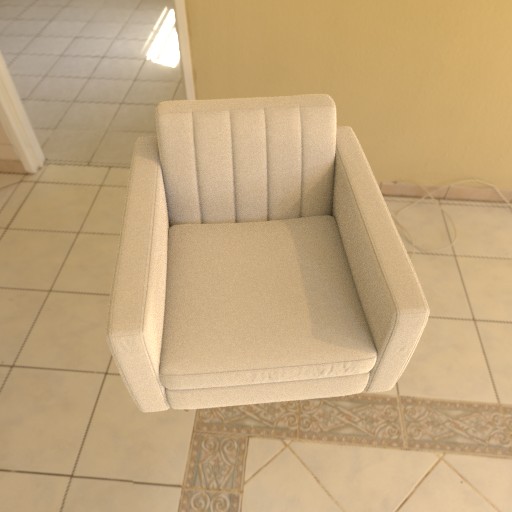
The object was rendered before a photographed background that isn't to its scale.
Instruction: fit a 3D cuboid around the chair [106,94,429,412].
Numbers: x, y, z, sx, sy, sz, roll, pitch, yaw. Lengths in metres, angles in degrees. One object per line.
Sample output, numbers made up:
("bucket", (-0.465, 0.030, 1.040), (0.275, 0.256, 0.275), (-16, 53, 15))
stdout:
("chair", (0.000, 0.000, 1.710), (0.953, 0.819, 0.998), (-4, 48, -3))
